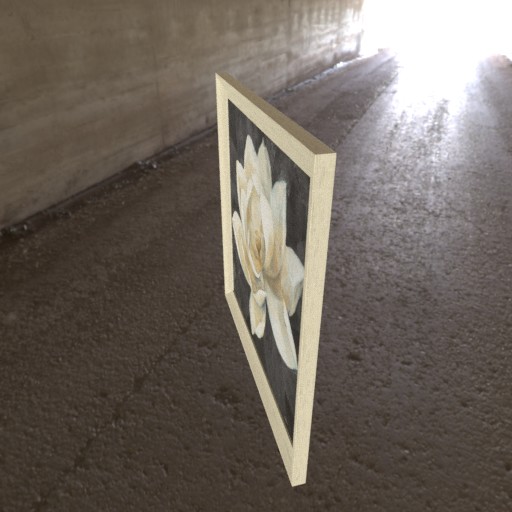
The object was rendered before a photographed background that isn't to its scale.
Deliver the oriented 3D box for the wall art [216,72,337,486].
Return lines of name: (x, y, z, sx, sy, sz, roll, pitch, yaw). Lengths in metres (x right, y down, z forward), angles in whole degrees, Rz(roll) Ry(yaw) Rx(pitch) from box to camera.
wall art: (0.000, 0.000, 1.496, 0.045, 1.016, 1.016, -8, 31, -13)
